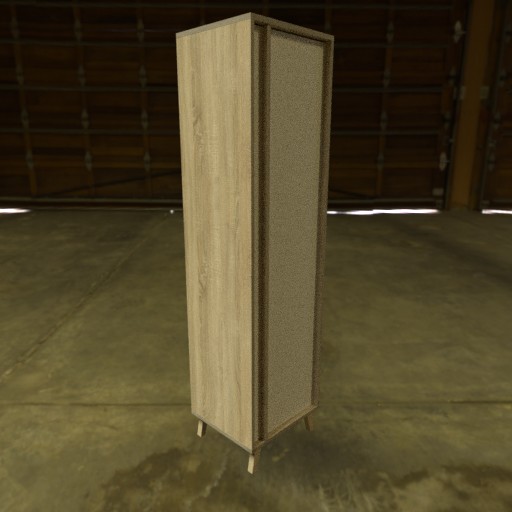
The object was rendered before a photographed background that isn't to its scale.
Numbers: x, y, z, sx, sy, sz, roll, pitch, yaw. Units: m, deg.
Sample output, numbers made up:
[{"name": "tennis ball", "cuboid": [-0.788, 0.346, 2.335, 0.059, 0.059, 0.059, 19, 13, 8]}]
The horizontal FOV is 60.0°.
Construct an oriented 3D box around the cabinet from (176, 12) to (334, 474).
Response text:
[{"name": "cabinet", "cuboid": [0.000, 0.000, 2.146, 0.450, 1.960, 0.510, 14, 20, 43]}]
